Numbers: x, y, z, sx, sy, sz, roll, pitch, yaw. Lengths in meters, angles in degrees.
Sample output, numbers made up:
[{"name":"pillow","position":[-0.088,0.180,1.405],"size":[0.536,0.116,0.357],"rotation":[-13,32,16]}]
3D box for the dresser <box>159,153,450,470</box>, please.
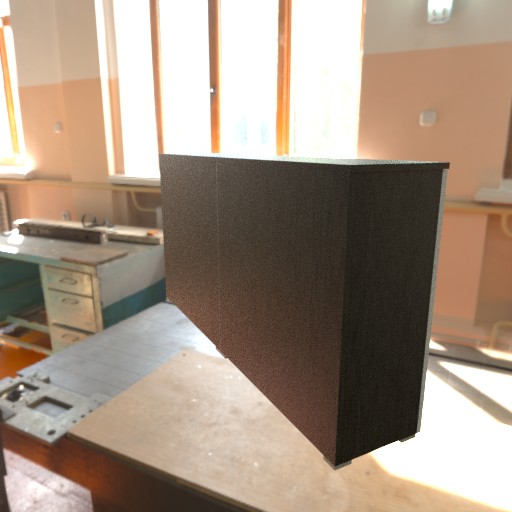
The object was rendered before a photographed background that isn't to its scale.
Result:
[{"name":"dresser","position":[0.000,0.000,1.804],"size":[0.333,0.790,1.535],"rotation":[-7,16,-27]}]
